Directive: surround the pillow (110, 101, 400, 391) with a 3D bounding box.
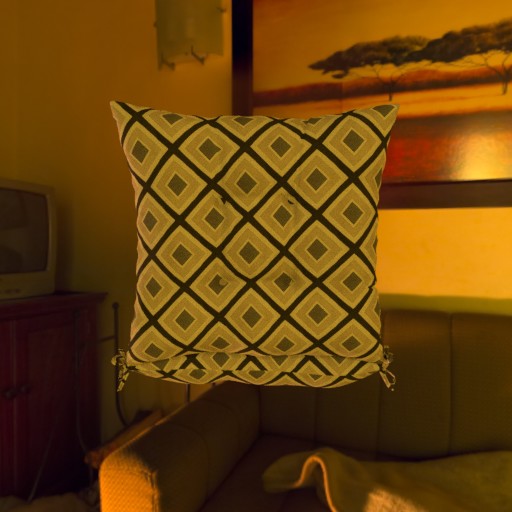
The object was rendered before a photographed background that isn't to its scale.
[{"bbox_3d":[0.000,0.000,1.011,0.541,0.536,0.585,0,0,0],"label":"pillow"}]
